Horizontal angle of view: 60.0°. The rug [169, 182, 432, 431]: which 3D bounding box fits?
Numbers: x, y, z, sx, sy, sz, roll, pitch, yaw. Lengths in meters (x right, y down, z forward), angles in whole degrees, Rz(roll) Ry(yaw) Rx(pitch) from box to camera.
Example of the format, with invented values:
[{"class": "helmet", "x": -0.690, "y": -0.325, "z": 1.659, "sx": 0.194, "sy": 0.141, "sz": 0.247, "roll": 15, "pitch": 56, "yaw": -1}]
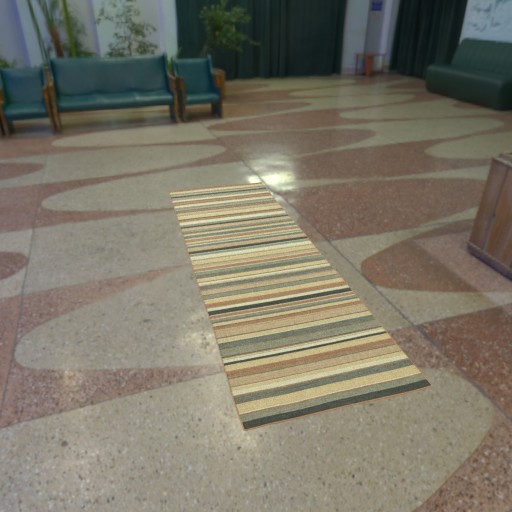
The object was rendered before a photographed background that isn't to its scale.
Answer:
[{"class": "rug", "x": 0.000, "y": 0.000, "z": 2.721, "sx": 0.799, "sy": 0.010, "sz": 2.444, "roll": -8, "pitch": 31, "yaw": -14}]
